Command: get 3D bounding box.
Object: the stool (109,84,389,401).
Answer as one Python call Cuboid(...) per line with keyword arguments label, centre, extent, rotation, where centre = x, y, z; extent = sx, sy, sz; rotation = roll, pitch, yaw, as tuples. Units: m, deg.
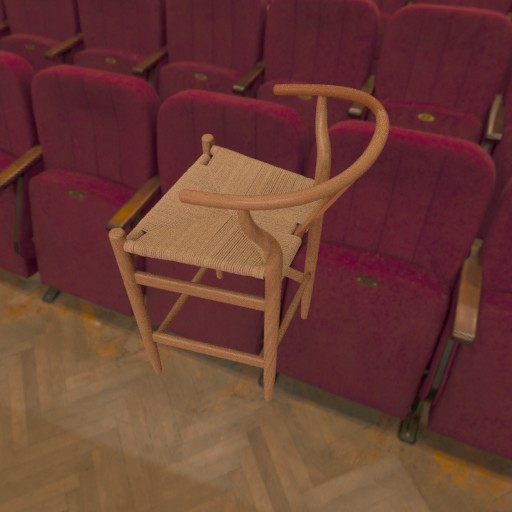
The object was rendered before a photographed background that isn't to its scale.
Cuboid(label="stool", centre=(0.000, 0.000, 1.306), extent=(0.575, 0.923, 0.536), rotation=(17, 48, 16))
